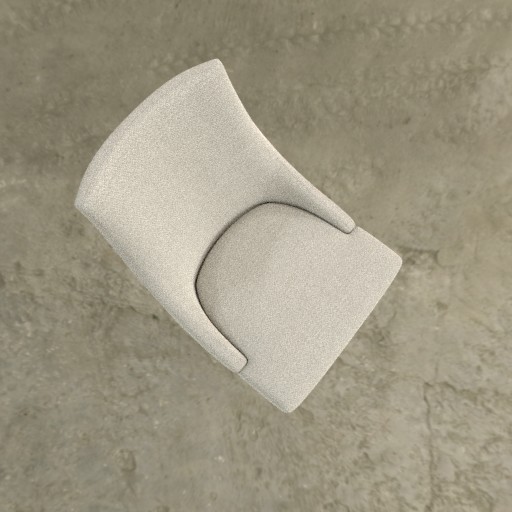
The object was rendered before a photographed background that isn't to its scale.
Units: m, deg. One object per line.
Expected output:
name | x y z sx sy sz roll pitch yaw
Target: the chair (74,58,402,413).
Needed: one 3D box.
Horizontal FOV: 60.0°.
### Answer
chair | 0.000 0.000 1.519 0.861 0.909 0.701 38 78 9
